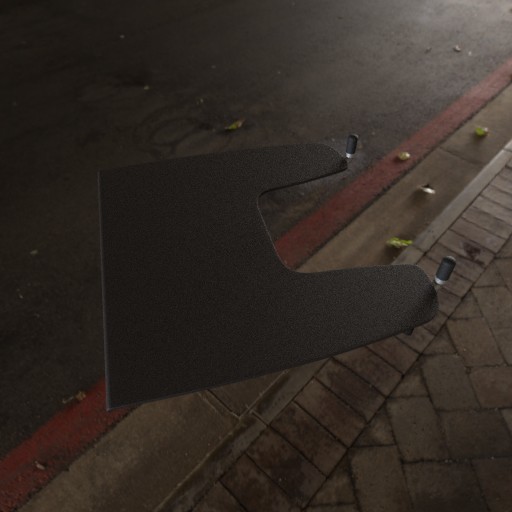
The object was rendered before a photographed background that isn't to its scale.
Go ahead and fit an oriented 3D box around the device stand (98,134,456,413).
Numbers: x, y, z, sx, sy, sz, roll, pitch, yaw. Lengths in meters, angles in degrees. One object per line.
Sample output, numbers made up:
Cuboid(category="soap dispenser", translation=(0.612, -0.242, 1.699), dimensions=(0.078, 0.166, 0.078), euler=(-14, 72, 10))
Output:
Cuboid(category="device stand", translation=(0.000, 0.000, 0.355), dimensions=(0.230, 0.092, 0.230), euler=(-11, 47, -10))
